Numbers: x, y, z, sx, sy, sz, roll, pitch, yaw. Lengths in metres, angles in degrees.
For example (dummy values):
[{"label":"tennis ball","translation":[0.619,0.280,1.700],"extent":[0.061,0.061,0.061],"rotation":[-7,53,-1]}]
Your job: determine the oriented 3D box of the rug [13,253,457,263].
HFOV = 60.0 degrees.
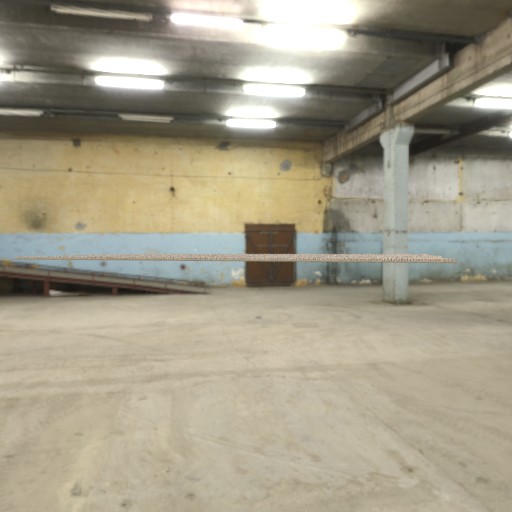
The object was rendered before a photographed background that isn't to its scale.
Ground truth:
[{"label":"rug","translation":[0.000,0.000,3.998],"extent":[3.052,0.030,2.429],"rotation":[0,1,18]}]
